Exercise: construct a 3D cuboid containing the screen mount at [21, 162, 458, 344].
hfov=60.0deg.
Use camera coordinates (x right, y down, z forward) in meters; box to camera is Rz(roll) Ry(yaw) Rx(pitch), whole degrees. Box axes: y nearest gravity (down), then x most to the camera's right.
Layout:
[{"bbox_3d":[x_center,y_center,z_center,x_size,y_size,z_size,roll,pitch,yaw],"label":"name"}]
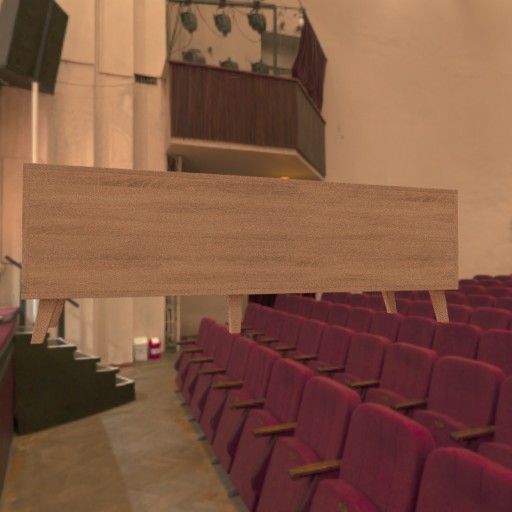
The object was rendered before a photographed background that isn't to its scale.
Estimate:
[{"bbox_3d":[0.000,0.000,1.654,1.500,0.510,0.400,0,-1,-18],"label":"screen mount"}]
